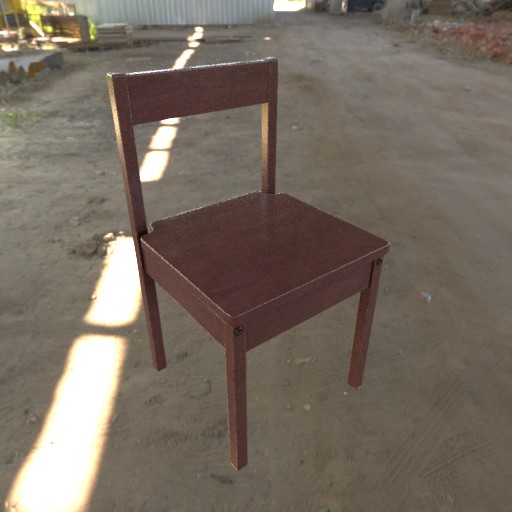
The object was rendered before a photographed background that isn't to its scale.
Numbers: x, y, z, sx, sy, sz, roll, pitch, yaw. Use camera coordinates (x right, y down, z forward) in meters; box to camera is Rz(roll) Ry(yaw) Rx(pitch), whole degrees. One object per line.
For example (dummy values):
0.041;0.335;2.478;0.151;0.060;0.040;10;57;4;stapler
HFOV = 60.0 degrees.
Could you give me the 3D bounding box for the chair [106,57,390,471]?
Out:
0.000;0.000;0.879;0.367;0.668;0.361;-22;37;-32;chair
